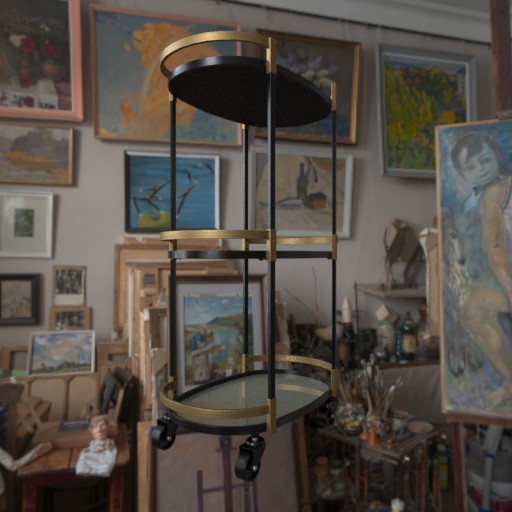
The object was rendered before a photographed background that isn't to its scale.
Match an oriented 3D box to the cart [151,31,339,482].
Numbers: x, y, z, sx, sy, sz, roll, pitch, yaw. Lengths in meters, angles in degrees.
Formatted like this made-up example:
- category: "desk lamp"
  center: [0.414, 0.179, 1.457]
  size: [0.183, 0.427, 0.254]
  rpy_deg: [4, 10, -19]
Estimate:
- category: "cart"
  center: [0.000, 0.000, 1.107]
  size: [0.311, 0.885, 0.515]
  rpy_deg: [0, 0, 36]
